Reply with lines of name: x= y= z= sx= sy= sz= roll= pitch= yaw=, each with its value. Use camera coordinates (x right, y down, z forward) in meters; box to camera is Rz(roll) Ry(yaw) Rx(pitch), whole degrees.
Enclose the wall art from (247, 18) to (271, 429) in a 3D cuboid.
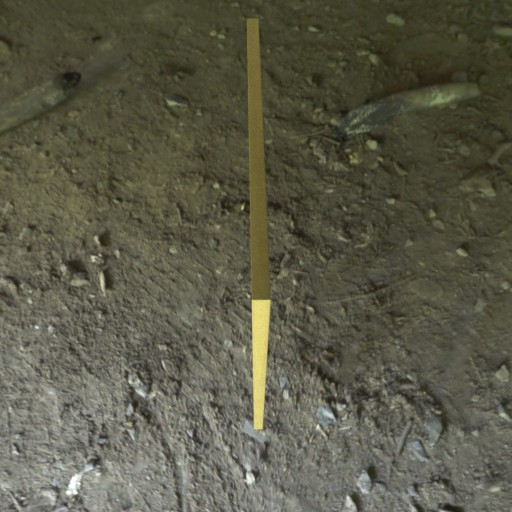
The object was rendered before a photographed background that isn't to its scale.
wall art: x=0.000 y=0.000 z=1.338 sx=0.030 sy=1.002 sz=0.798 roll=-1 pitch=58 yaw=-1
